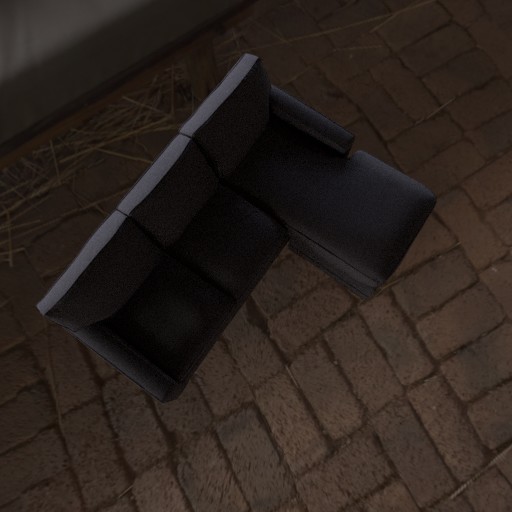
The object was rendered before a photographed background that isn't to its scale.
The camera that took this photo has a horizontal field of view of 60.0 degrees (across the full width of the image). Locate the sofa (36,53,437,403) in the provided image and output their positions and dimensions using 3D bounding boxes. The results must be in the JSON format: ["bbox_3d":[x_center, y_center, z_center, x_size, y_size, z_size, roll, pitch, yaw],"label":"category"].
[{"bbox_3d":[0.000,0.000,3.226,1.790,0.973,2.370,34,78,9],"label":"sofa"}]
